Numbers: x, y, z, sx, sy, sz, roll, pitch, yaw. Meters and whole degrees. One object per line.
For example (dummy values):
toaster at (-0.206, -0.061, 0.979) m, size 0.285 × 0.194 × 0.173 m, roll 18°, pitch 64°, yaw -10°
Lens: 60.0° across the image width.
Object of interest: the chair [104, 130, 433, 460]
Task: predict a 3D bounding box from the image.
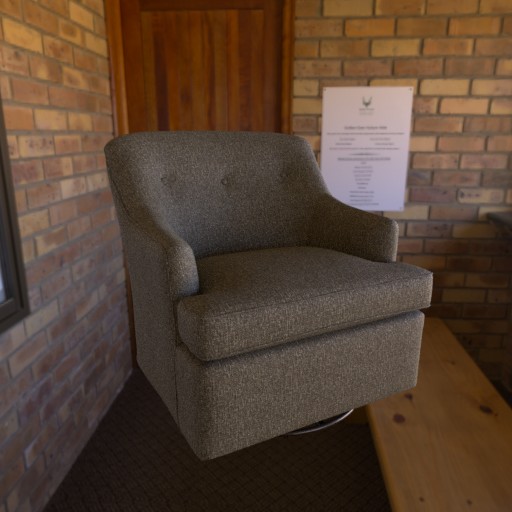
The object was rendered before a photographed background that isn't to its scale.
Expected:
chair at (0.000, 0.000, 1.554) m, size 0.864 × 0.856 × 0.923 m, roll -8°, pitch 17°, yaw -27°
